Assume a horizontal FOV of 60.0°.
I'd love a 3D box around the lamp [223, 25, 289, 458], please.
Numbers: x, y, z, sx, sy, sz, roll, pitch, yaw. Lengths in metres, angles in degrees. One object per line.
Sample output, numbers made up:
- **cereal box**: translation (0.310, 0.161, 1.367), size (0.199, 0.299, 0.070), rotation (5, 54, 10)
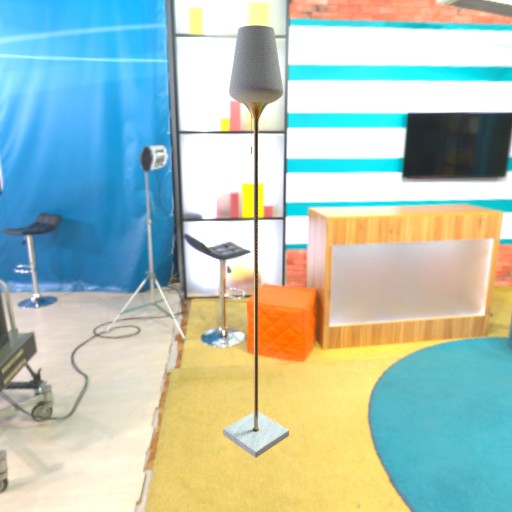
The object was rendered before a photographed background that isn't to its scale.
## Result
- **lamp**: translation (0.000, 0.000, 1.945), size (0.229, 1.813, 0.232), rotation (-14, 20, -43)
